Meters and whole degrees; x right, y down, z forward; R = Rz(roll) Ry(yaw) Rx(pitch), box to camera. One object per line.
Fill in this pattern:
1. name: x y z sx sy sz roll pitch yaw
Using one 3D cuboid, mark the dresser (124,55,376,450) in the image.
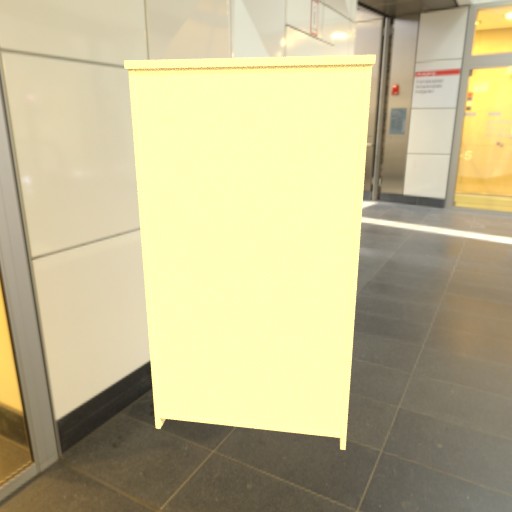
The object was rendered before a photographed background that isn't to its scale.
1. dresser: 0.000 0.000 1.587 0.704 1.255 0.399 3 17 9
